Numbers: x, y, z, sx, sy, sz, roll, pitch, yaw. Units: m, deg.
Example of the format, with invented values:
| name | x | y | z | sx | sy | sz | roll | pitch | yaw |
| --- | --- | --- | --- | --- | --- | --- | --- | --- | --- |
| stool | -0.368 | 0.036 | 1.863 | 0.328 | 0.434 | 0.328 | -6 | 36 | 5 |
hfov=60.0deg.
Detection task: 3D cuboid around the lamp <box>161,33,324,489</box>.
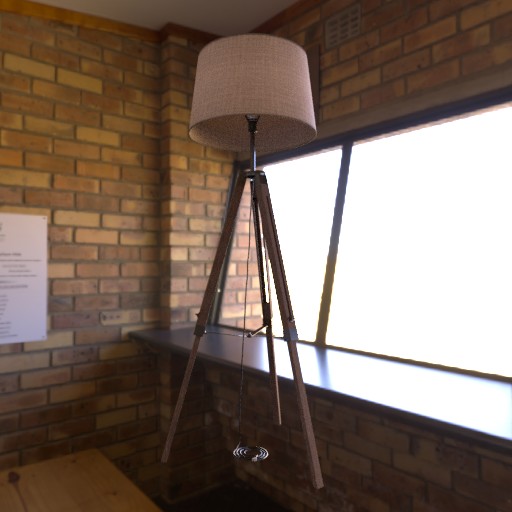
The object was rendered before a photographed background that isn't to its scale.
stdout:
| name | x | y | z | sx | sy | sz | roll | pitch | yaw |
| --- | --- | --- | --- | --- | --- | --- | --- | --- | --- |
| lamp | 0.000 | 0.000 | 1.752 | 0.604 | 1.510 | 0.587 | 0 | -1 | 18 |
